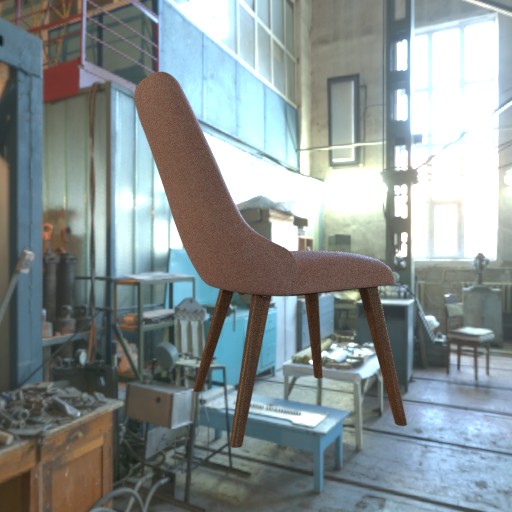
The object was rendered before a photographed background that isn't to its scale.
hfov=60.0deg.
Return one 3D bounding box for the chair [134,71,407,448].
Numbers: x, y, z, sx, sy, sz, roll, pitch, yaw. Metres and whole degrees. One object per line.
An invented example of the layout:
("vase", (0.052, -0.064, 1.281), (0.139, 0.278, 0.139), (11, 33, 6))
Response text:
("chair", (0.000, 0.000, 1.334), (0.707, 0.918, 0.535), (0, 0, -18))
